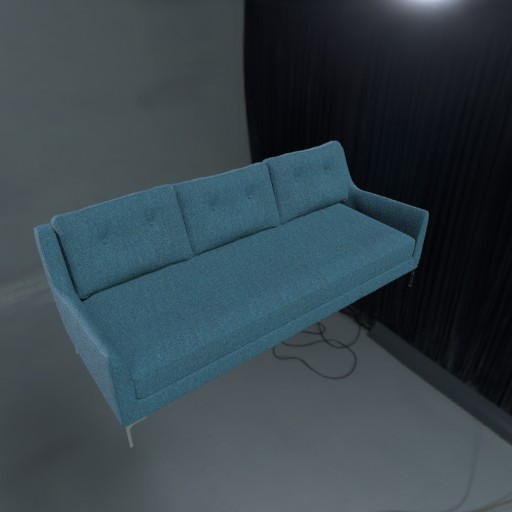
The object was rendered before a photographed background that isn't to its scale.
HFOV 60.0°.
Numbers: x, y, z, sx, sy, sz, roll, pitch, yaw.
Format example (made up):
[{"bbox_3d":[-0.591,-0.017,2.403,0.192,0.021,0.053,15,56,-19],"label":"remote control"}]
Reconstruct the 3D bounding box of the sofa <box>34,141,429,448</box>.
[{"bbox_3d":[0.000,0.000,2.519,2.060,0.837,0.849,-22,38,-31],"label":"sofa"}]
